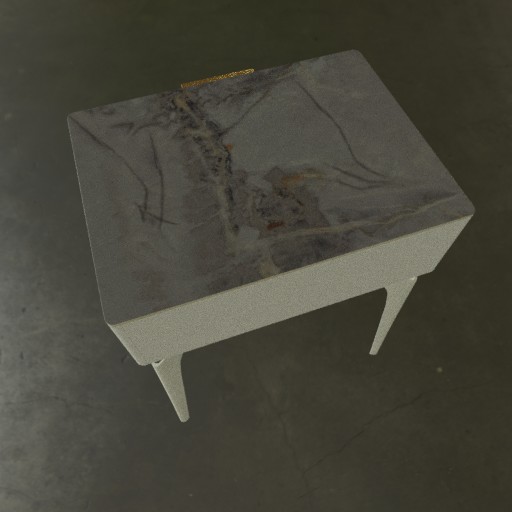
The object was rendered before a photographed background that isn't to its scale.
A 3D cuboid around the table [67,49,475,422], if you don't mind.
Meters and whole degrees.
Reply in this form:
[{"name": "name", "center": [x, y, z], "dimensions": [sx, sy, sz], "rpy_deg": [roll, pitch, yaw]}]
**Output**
[{"name": "table", "center": [0.000, 0.000, 0.891], "dimensions": [0.500, 0.570, 0.400], "rpy_deg": [-17, 61, -10]}]
